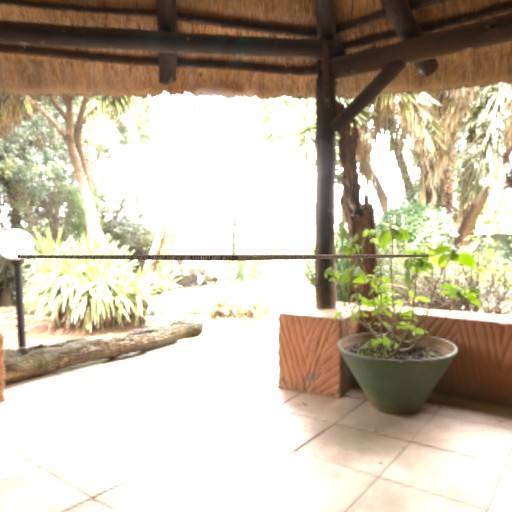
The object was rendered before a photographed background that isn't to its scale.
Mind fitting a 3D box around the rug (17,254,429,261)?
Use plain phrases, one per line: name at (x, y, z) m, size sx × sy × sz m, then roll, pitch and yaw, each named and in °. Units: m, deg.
rug at (0.000, 0.000, 2.279) m, size 1.224 × 0.016 × 1.832 m, roll 0°, pitch 0°, yaw 37°
